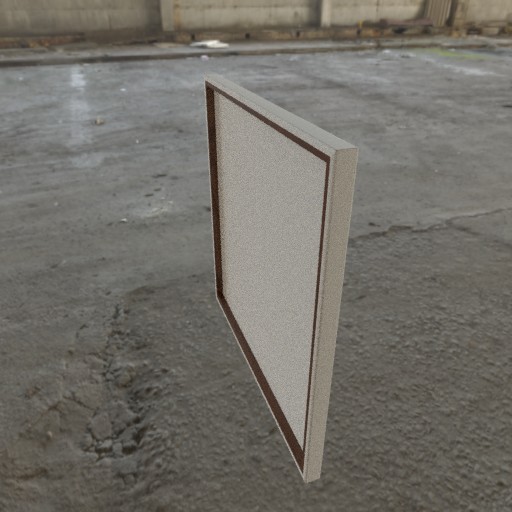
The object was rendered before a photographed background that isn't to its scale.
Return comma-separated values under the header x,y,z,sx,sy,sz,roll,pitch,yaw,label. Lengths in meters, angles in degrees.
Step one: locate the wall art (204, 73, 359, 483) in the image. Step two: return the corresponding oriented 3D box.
x,y,z,sx,sy,sz,roll,pitch,yaw,label
0.000,0.000,1.114,0.037,0.757,0.757,-10,32,-17,wall art
